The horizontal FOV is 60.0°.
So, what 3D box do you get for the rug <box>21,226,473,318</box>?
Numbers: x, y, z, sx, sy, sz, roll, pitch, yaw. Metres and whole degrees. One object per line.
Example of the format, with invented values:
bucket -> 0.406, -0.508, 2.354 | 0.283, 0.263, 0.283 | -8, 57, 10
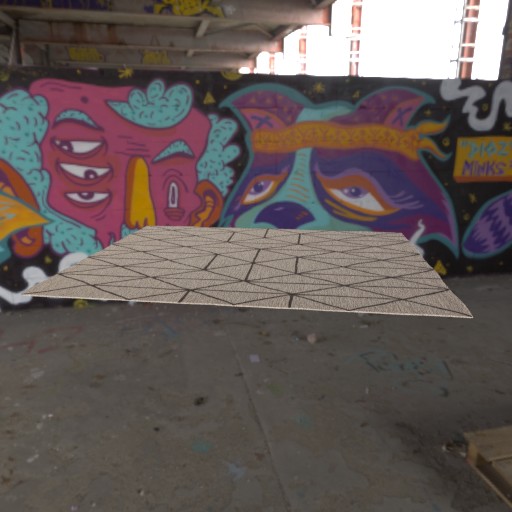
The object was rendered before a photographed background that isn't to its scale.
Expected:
rug -> 0.000, 0.000, 4.102 | 3.061, 0.022, 2.468 | 2, 16, 7
